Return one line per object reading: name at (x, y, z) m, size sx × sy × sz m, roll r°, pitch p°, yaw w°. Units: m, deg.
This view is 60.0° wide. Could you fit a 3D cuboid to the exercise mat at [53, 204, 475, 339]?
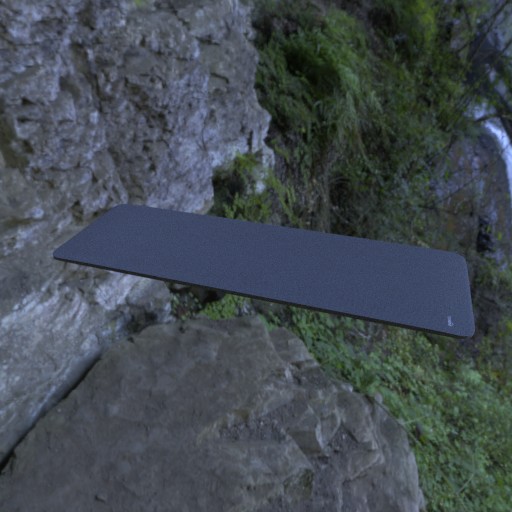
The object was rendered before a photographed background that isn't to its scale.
exercise mat at (0.000, 0.000, 2.097) m, size 1.884 × 0.021 × 0.616 m, roll 10°, pitch 33°, yaw 15°
